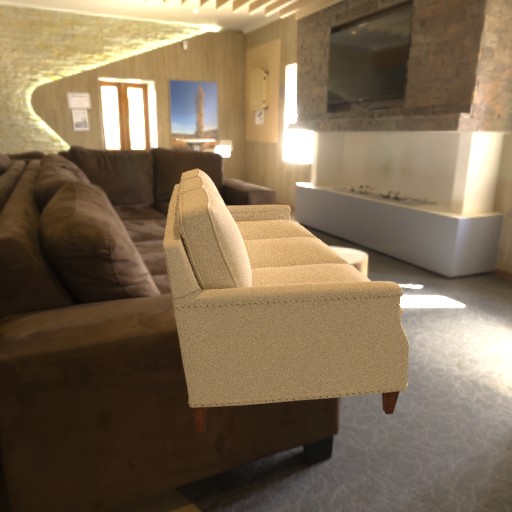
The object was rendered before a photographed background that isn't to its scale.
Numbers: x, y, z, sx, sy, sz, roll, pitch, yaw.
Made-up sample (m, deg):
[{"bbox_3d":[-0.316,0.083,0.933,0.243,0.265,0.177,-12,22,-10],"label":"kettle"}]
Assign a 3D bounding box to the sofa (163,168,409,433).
[{"bbox_3d":[0.000,0.000,2.906,1.084,1.003,2.246,-2,16,-8],"label":"sofa"}]
